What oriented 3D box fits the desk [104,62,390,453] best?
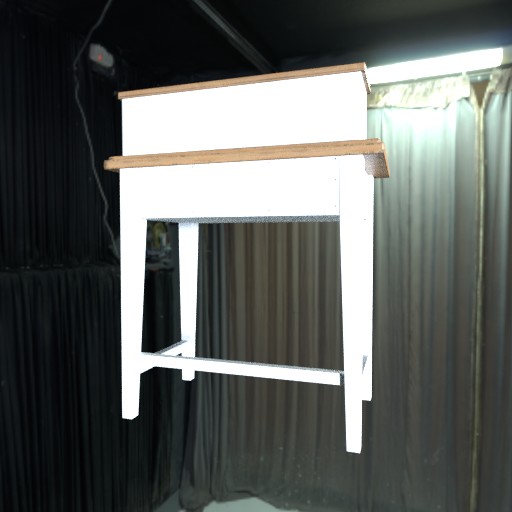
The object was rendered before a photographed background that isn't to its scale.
[{"bbox_3d":[0.000,0.000,1.439,0.814,0.981,0.462,1,2,18],"label":"desk"}]
